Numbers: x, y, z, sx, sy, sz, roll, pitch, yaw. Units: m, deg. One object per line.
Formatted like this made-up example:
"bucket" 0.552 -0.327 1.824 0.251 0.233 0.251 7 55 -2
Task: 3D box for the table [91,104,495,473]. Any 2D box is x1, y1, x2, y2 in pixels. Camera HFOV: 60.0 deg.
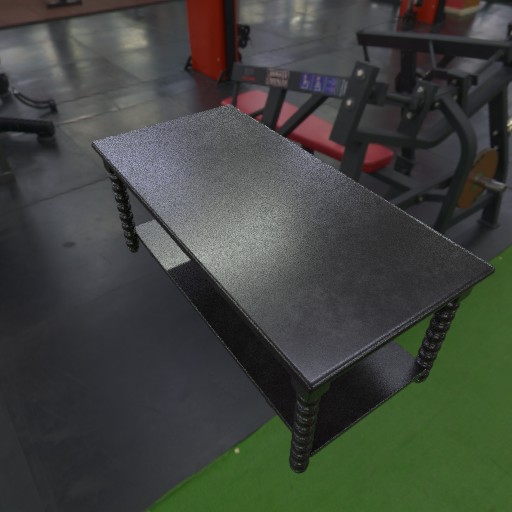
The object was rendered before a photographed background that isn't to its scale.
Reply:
"table" 0.000 0.000 1.440 0.580 0.487 1.171 -25 47 -25
